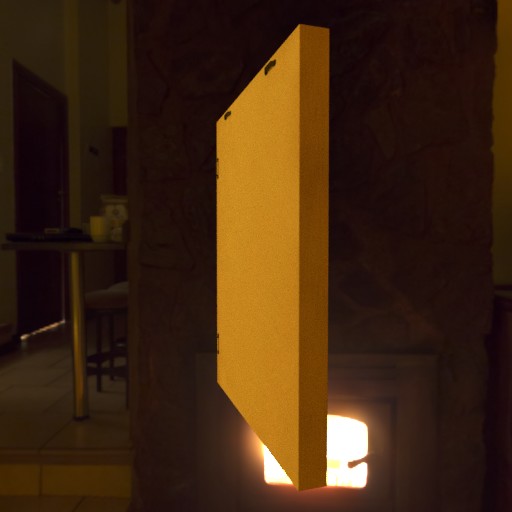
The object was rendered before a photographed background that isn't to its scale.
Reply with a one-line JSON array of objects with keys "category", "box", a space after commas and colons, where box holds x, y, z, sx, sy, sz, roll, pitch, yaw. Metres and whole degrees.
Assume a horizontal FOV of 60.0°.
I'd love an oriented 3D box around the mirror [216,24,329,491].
[{"category": "mirror", "box": [0.000, 0.000, 0.679, 0.041, 0.509, 0.406, -1, 2, -18]}]
